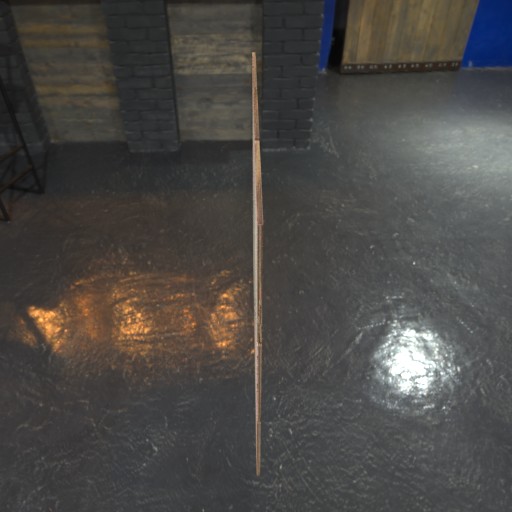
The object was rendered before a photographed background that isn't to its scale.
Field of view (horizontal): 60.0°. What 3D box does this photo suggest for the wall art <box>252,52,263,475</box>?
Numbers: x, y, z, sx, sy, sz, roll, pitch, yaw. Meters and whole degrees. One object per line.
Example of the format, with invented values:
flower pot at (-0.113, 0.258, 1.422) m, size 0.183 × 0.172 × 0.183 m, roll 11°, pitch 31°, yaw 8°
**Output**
wall art at (0.000, 0.000, 1.795) m, size 0.013 × 1.213 × 1.215 m, roll -1°, pitch 40°, yaw -1°
